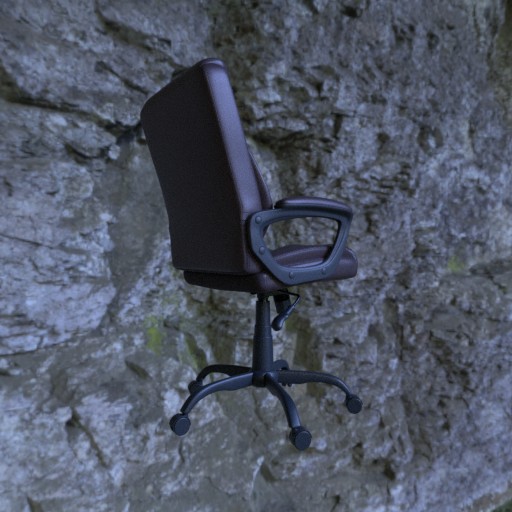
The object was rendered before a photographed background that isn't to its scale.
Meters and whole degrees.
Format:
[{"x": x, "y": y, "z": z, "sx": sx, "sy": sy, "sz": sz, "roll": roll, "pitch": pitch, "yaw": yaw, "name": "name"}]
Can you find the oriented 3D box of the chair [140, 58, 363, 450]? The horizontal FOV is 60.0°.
[{"x": 0.000, "y": 0.000, "z": 1.497, "sx": 0.655, "sy": 1.072, "sz": 0.615, "roll": 0, "pitch": 1, "yaw": -35, "name": "chair"}]
